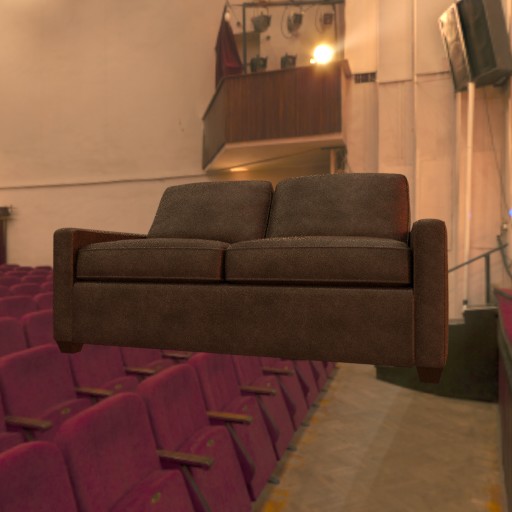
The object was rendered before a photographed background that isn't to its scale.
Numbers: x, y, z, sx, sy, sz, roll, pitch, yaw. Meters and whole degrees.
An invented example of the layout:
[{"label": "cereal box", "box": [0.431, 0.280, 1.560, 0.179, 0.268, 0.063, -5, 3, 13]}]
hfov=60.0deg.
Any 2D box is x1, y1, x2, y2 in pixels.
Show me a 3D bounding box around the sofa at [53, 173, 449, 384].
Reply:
[{"label": "sofa", "box": [0.000, 0.000, 2.254, 1.732, 0.916, 0.939, 0, 0, 18]}]
